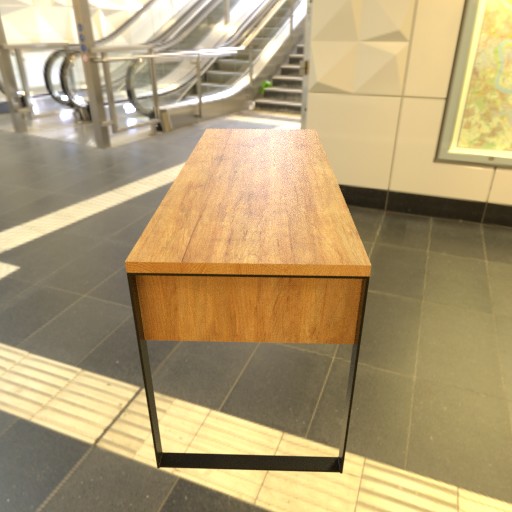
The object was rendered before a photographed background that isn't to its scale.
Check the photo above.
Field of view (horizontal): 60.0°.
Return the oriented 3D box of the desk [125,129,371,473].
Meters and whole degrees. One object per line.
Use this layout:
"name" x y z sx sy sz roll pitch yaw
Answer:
"desk" 0.000 0.000 1.917 0.600 0.760 1.520 1 28 2
